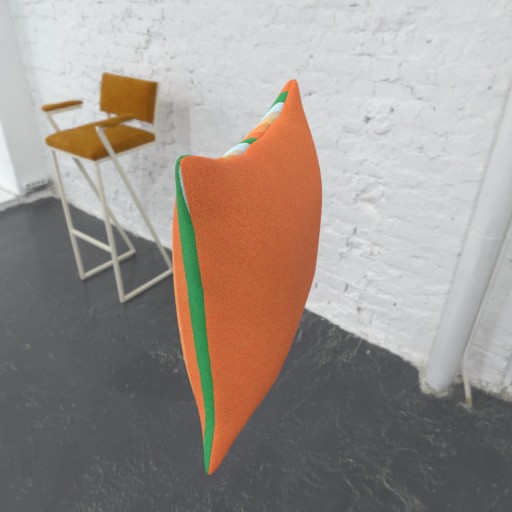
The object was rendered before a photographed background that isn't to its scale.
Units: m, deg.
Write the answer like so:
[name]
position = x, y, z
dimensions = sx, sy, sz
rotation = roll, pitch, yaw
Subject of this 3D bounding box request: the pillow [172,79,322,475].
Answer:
[pillow]
position = 0.000, 0.000, 0.674
dimensions = 0.169, 0.444, 0.453
rotation = 9, 31, 14
